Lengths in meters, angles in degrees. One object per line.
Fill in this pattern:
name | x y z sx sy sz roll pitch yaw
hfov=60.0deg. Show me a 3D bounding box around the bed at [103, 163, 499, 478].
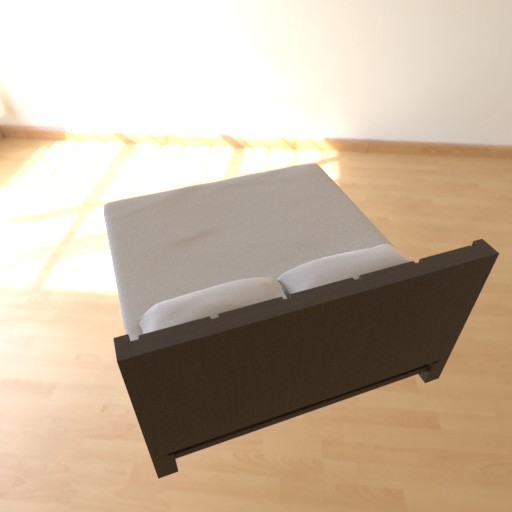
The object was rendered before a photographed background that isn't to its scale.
bed | 0.000 0.000 3.449 2.143 1.261 2.238 -14 43 -15
